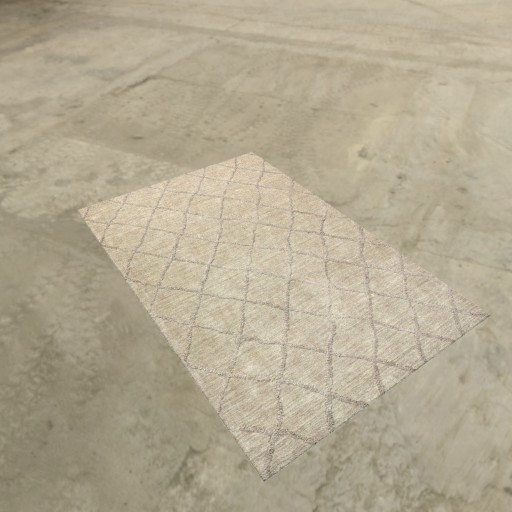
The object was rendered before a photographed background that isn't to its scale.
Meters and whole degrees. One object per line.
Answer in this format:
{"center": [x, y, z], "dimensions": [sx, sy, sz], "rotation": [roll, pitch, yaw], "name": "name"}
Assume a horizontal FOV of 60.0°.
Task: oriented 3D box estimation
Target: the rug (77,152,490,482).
{"center": [0.000, 0.000, 2.791], "dimensions": [1.521, 0.015, 2.280], "rotation": [-25, 46, -26], "name": "rug"}
